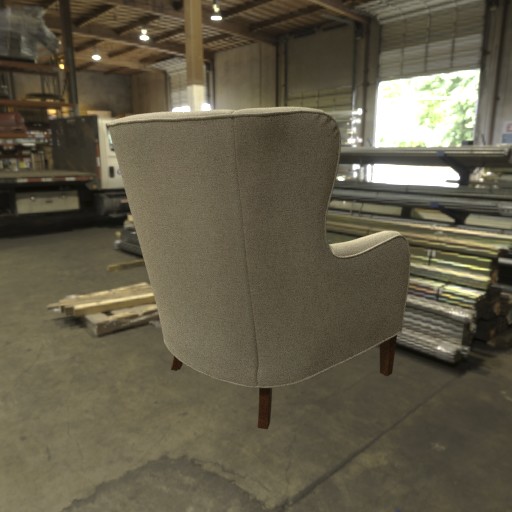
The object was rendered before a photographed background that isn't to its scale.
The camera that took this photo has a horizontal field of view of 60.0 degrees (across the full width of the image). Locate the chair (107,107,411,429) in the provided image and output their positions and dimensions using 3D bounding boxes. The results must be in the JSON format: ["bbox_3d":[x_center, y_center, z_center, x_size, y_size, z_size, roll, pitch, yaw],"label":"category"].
[{"bbox_3d":[0.000,0.000,1.726,0.966,1.040,0.838,-12,19,-41],"label":"chair"}]
